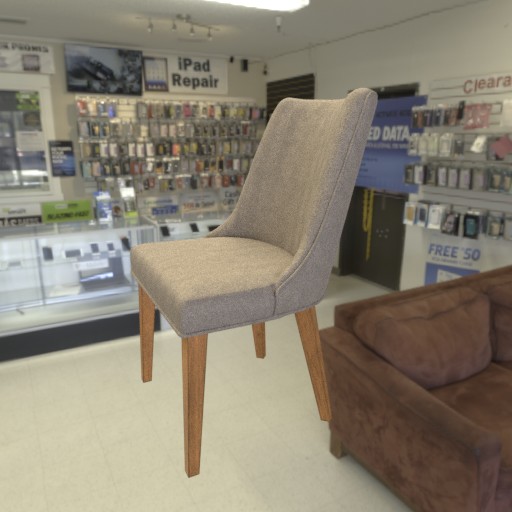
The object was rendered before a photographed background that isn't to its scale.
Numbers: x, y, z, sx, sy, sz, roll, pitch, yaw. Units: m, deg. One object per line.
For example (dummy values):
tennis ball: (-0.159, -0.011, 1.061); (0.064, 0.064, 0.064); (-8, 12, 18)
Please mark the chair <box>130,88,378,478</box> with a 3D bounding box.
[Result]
chair: (0.000, 0.000, 1.303); (0.636, 0.916, 0.548); (-8, 17, -26)
